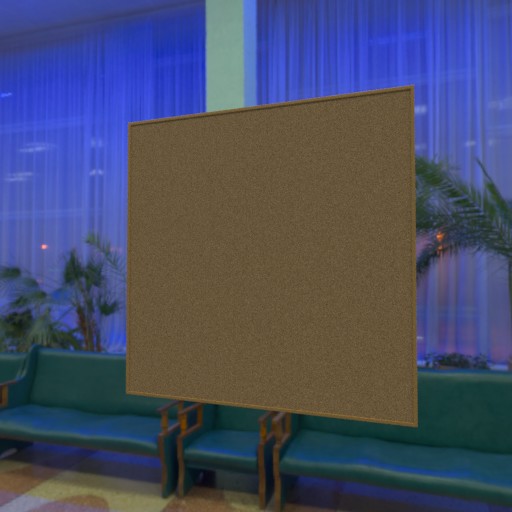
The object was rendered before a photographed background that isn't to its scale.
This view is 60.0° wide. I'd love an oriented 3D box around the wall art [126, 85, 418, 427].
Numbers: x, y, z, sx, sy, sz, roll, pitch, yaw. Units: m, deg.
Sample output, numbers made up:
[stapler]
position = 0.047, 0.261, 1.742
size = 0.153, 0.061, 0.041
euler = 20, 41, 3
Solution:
[wall art]
position = 0.000, 0.000, 0.673
size = 0.457, 0.455, 0.013
euler = -1, -2, 20
